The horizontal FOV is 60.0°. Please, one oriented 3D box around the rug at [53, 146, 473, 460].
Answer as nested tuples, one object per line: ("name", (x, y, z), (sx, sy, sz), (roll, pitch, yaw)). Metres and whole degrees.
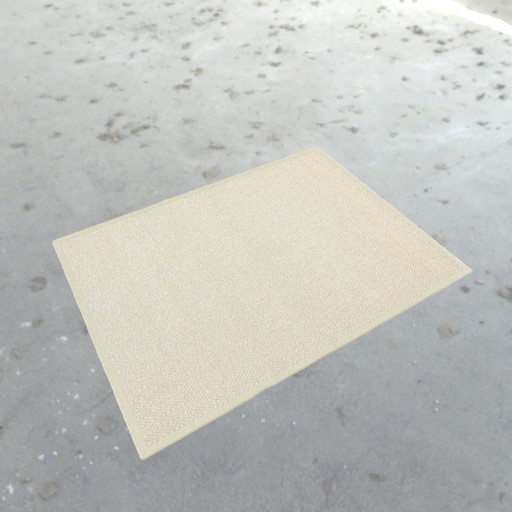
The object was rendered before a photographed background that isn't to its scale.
("rug", (0.000, 0.000, 4.776), (3.659, 0.037, 2.734), (-24, 51, -21))
